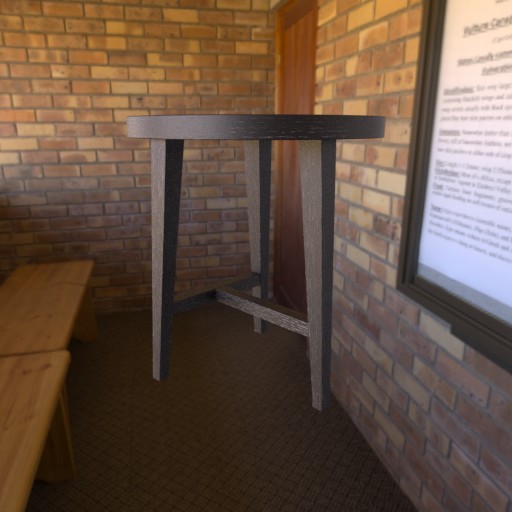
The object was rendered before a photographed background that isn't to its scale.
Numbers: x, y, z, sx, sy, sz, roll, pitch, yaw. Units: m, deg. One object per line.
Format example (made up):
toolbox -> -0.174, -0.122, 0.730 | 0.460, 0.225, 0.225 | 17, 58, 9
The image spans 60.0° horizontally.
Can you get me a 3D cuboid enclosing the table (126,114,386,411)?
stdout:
table -> 0.000, 0.000, 0.771 | 0.399, 0.460, 0.399 | 0, 16, 0
